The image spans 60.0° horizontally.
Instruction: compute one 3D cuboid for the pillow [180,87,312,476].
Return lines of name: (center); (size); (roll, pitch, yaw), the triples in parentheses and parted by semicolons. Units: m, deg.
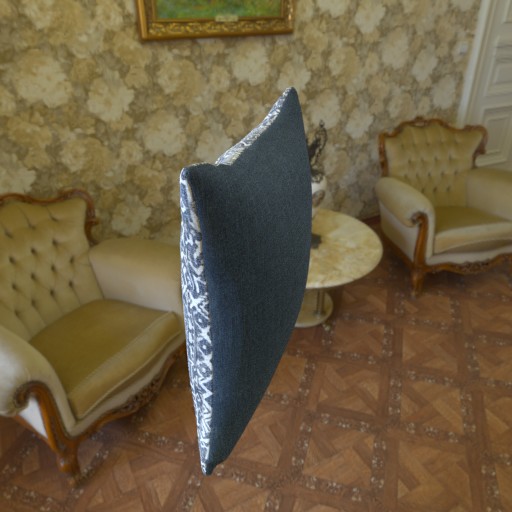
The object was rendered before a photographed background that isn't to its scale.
pillow: (0.000, 0.000, 0.778); (0.180, 0.487, 0.546); (8, 31, 13)
